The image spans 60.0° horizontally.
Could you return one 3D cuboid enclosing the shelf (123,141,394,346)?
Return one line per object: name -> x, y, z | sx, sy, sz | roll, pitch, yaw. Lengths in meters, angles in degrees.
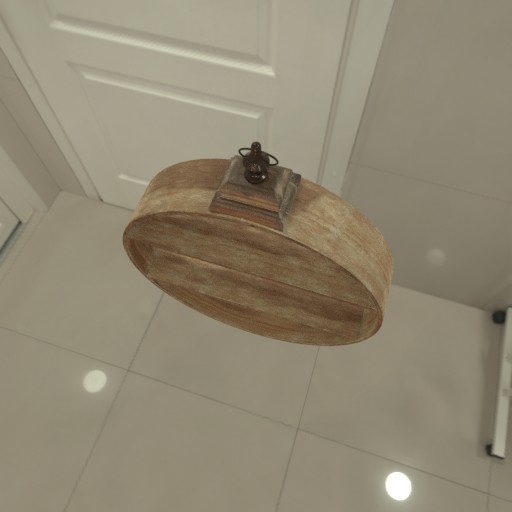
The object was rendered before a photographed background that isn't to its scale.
shelf -> 0.000, 0.000, 0.980 | 0.601, 0.725, 0.125 | 16, 64, 8
